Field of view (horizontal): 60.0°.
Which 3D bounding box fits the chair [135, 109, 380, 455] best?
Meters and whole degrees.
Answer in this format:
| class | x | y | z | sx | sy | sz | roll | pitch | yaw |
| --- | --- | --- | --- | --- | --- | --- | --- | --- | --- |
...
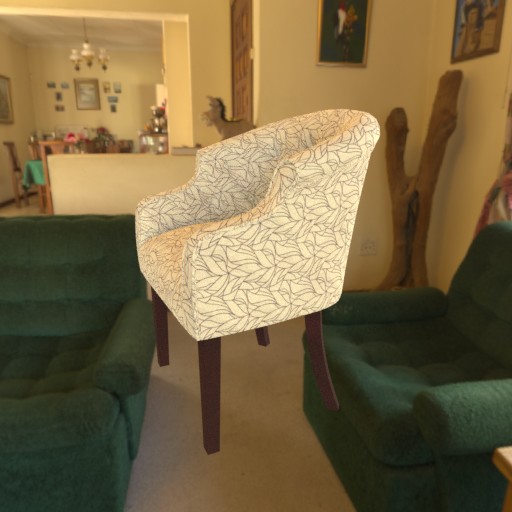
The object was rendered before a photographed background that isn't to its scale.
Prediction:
| class | x | y | z | sx | sy | sz | roll | pitch | yaw |
| --- | --- | --- | --- | --- | --- | --- | --- | --- | --- |
| chair | 0.000 | 0.000 | 1.348 | 0.613 | 0.858 | 0.686 | -7 | 17 | -25 |
